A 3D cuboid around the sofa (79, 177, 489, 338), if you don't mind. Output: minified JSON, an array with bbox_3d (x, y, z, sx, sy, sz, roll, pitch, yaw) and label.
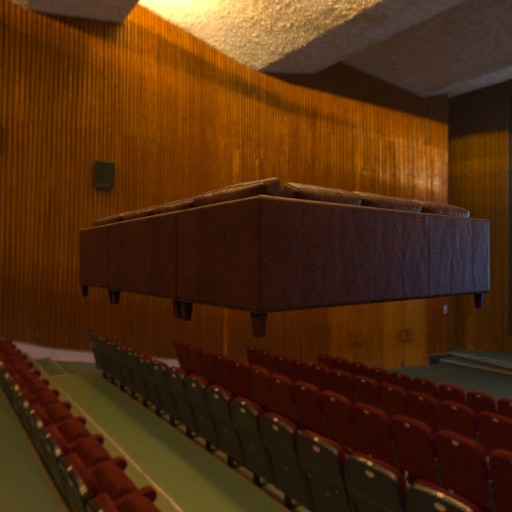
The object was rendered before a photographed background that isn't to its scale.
[{"bbox_3d":[0.000,0.000,4.335,2.452,0.891,3.324,0,-1,-37],"label":"sofa"}]
